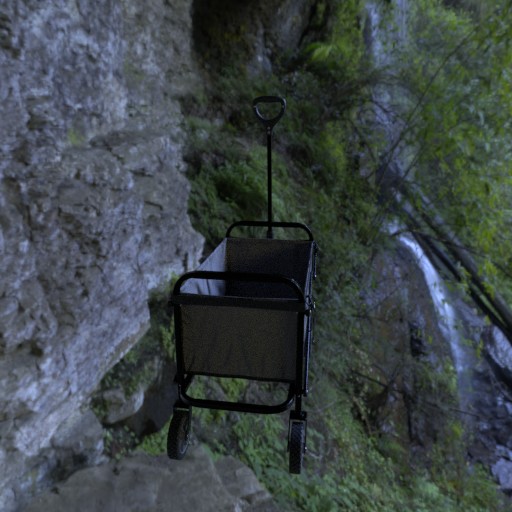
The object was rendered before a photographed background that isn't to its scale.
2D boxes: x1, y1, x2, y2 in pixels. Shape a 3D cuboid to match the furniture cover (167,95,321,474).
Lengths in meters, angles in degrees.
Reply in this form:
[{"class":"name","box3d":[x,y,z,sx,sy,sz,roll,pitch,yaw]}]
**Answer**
[{"class":"furniture cover","box3d":[0.000,0.000,1.839,0.532,1.295,1.038,3,17,9]}]
